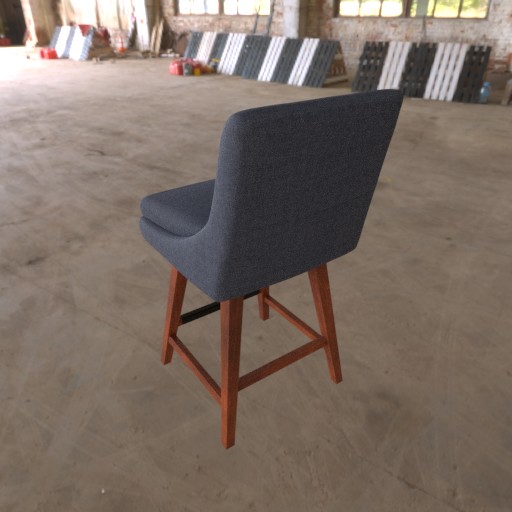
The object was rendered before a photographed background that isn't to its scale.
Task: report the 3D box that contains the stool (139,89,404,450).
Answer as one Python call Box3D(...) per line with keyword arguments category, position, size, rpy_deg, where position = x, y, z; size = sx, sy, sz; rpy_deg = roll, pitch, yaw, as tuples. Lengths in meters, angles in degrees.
Box3D(category="stool", position=(0.000, 0.000, 1.209), size=(0.467, 0.895, 0.524), rpy_deg=(-19, 35, -30))
